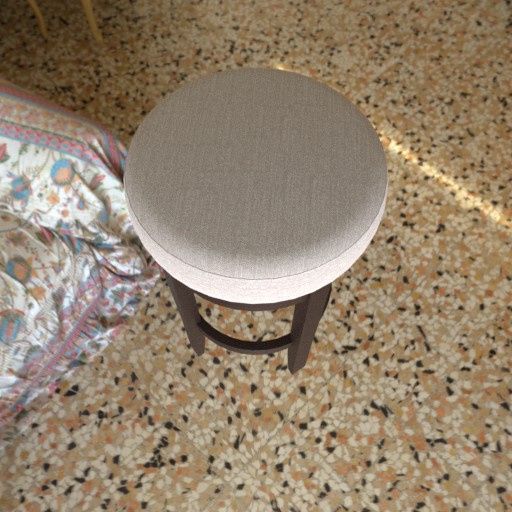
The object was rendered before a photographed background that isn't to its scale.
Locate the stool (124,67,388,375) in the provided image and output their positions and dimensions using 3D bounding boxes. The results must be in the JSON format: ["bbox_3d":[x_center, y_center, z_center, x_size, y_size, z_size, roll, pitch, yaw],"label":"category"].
[{"bbox_3d":[0.000,0.000,1.032,0.443,0.757,0.443,0,63,0],"label":"stool"}]
